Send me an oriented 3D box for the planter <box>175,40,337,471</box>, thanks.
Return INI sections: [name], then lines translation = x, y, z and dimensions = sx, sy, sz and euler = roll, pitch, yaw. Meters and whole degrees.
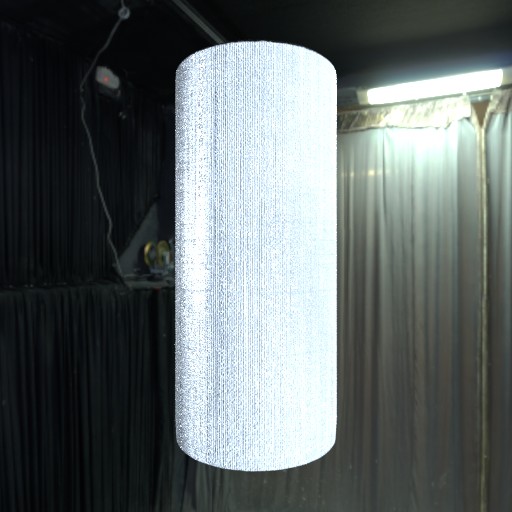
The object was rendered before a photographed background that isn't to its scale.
[planter]
translation = 0.000, 0.000, 0.127
dimensions = 0.045, 0.103, 0.045
euler = 0, 0, 19
